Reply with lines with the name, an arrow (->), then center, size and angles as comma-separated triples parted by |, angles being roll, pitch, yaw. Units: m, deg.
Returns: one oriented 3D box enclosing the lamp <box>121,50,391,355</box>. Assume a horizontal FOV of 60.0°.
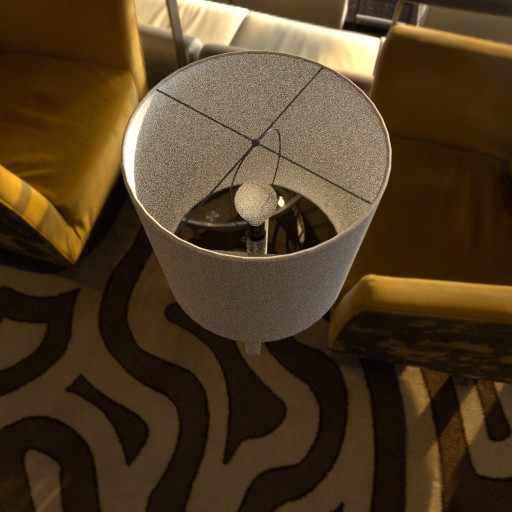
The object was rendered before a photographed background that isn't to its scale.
lamp -> 0.000, 0.000, 0.566 | 0.229, 0.428, 0.229 | 4, 63, 2
